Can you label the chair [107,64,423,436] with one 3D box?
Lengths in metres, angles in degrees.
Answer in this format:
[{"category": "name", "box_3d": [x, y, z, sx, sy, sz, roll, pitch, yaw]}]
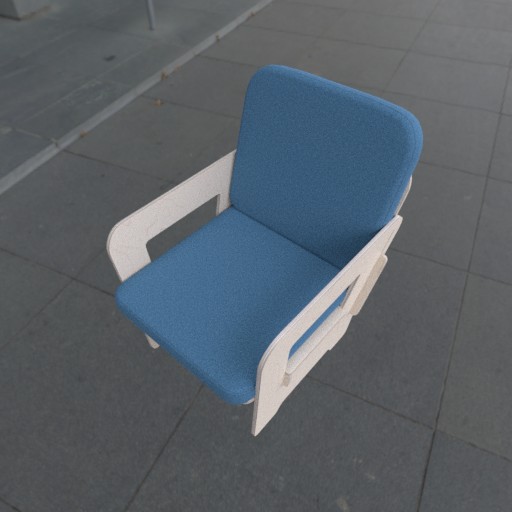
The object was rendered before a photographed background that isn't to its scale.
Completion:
[{"category": "chair", "box_3d": [0.000, 0.000, 1.190, 0.547, 0.747, 0.657, 32, 54, 27]}]
